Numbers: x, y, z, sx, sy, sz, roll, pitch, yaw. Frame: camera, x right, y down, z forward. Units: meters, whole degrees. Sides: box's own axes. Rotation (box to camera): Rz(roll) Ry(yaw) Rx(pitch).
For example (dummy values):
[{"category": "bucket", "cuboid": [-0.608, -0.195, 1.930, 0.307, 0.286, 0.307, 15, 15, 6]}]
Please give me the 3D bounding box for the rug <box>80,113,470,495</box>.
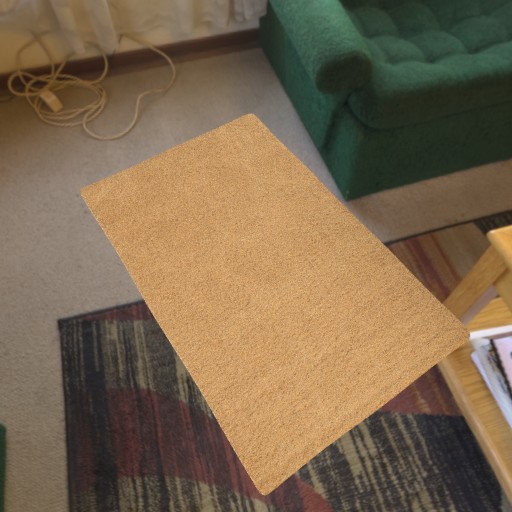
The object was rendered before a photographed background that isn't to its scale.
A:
[{"category": "rug", "cuboid": [0.000, 0.000, 2.900, 1.500, 0.025, 2.349, -30, 62, -17]}]
